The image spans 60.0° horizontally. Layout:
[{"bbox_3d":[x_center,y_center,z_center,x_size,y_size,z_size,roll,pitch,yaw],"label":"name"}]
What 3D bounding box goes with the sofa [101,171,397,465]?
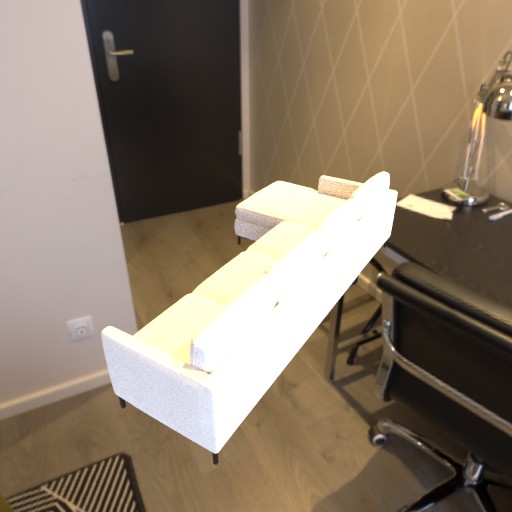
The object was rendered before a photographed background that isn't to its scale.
[{"bbox_3d":[0.000,0.000,3.836,1.467,0.875,3.186,18,35,27],"label":"sofa"}]
